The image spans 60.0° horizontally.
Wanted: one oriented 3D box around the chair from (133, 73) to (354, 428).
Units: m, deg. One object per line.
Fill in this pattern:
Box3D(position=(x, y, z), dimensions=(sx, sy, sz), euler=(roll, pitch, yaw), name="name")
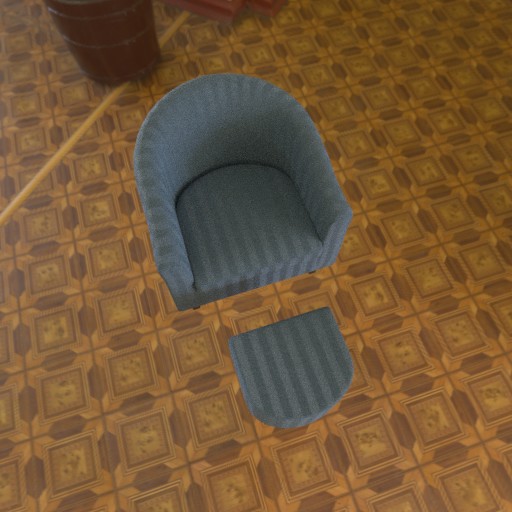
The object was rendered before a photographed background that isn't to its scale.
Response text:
Box3D(position=(0.000, 0.000, 1.793), dimensions=(0.756, 0.757, 1.288), euler=(-17, 64, -8), name="chair")
